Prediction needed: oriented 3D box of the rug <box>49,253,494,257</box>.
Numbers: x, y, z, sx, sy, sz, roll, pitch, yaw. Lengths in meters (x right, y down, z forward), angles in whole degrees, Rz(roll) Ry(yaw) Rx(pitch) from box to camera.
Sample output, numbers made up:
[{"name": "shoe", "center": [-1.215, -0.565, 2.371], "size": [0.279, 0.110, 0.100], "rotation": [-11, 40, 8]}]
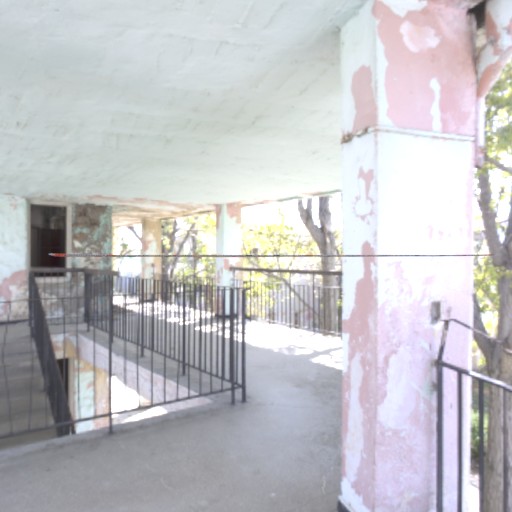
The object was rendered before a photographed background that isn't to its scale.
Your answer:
[{"name": "rug", "center": [0.000, 0.000, 3.943], "size": [3.029, 0.022, 2.263], "rotation": [0, 0, -16]}]
